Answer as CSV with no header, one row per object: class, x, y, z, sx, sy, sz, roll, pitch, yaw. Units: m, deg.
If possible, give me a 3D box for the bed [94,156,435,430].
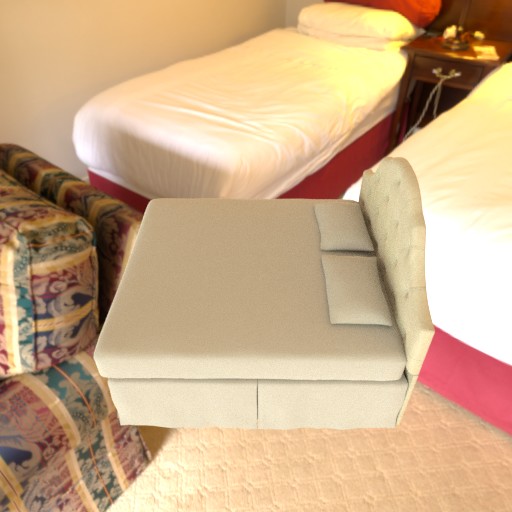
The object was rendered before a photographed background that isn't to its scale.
bed,0.000,0.000,3.447,2.086,1.555,2.012,0,39,1
